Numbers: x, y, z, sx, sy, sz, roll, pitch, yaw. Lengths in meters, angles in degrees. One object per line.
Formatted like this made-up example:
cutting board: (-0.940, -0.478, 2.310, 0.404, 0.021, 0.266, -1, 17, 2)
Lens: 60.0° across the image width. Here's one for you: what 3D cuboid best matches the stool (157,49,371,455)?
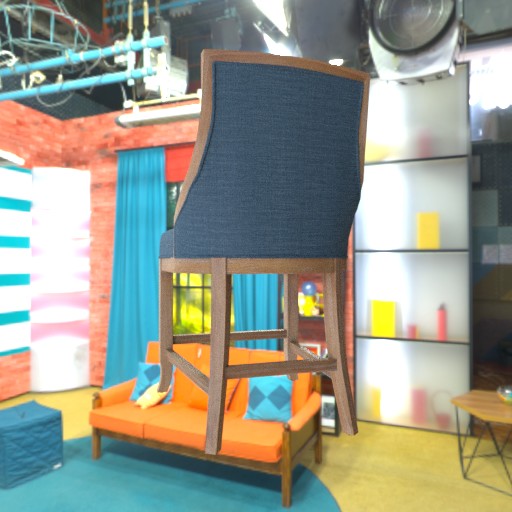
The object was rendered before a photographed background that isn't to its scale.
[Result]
stool: (0.000, 0.000, 1.333, 0.524, 0.938, 0.626, 0, -1, -18)
